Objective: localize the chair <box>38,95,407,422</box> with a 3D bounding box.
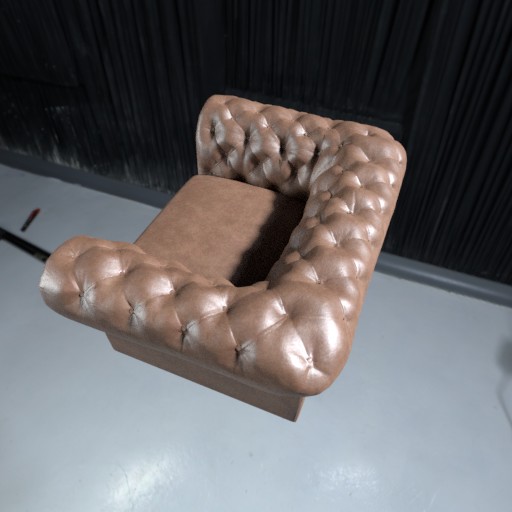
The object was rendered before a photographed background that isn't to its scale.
[{"bbox_3d":[0.000,0.000,1.838,0.954,0.784,1.298,17,49,15],"label":"chair"}]
